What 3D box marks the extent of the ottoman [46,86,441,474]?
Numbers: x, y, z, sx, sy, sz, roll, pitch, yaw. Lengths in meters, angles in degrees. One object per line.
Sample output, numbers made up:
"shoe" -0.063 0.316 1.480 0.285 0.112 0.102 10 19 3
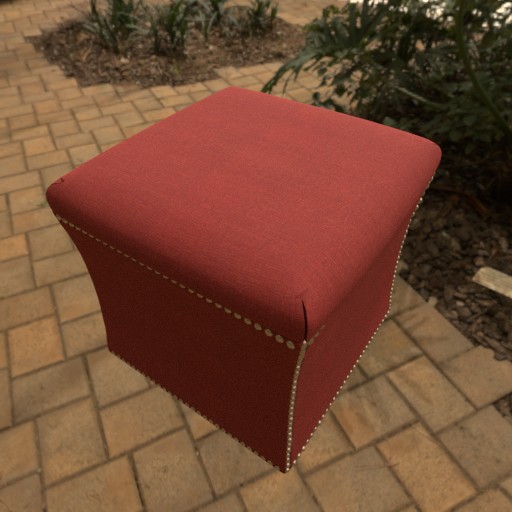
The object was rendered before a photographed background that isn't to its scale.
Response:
"ottoman" 0.000 0.000 0.872 0.497 0.475 0.507 25 48 25
